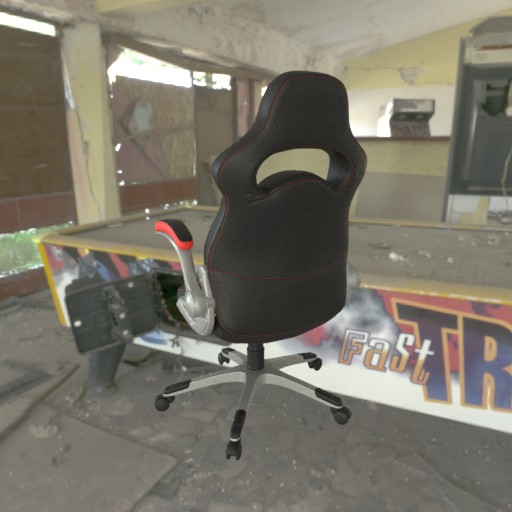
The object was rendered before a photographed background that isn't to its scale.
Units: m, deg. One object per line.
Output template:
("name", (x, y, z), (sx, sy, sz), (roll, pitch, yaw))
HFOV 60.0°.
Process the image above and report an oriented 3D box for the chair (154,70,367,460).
("chair", (0.000, 0.000, 1.606), (0.758, 1.165, 0.712), (-7, 16, -26))
